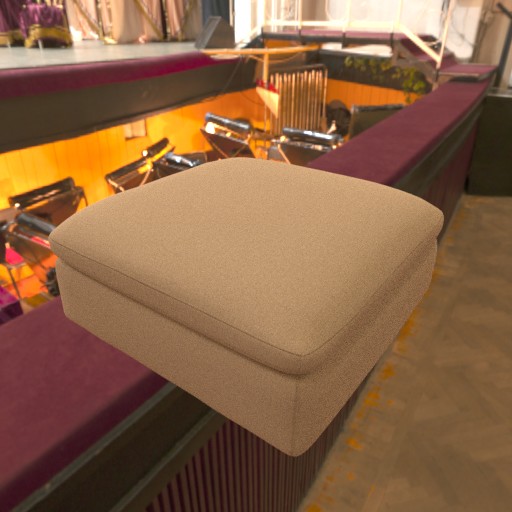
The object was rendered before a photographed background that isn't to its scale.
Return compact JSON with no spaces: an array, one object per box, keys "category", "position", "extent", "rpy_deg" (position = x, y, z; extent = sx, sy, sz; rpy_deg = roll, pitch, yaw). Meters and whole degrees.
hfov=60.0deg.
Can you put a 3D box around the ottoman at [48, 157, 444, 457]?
[{"category":"ottoman","position":[0.000,0.000,1.523],"extent":[0.996,0.467,0.977],"rpy_deg":[20,35,31]}]
